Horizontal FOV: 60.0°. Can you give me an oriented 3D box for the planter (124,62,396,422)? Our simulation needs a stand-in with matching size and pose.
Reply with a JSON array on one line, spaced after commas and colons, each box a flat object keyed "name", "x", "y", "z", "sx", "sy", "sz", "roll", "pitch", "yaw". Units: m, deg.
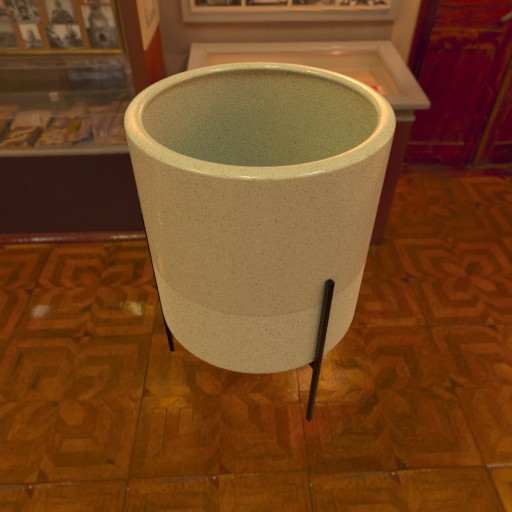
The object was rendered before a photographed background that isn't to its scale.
[{"name": "planter", "x": 0.000, "y": 0.000, "z": 0.680, "sx": 0.323, "sy": 0.475, "sz": 0.314, "roll": 0, "pitch": 42, "yaw": 0}]
